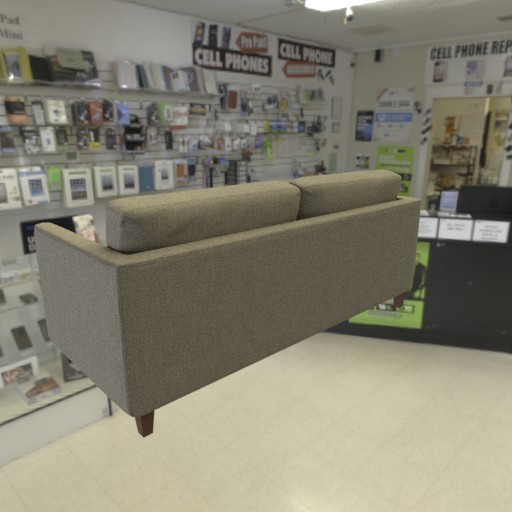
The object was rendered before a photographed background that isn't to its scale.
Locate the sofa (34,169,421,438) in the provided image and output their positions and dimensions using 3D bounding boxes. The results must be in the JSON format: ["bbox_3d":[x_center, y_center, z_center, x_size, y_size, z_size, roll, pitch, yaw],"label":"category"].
[{"bbox_3d":[0.000,0.000,2.660,2.208,0.960,0.956,-14,22,-41],"label":"sofa"}]
